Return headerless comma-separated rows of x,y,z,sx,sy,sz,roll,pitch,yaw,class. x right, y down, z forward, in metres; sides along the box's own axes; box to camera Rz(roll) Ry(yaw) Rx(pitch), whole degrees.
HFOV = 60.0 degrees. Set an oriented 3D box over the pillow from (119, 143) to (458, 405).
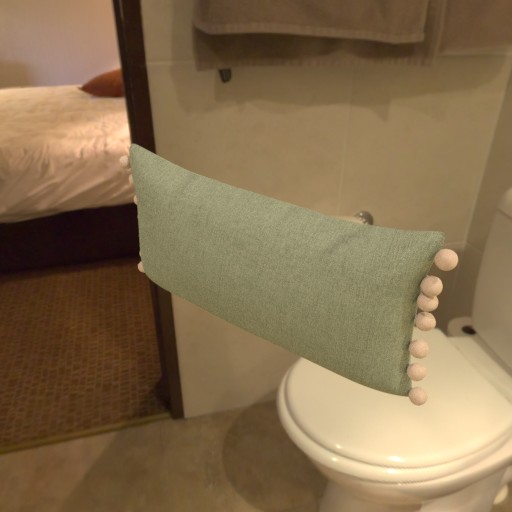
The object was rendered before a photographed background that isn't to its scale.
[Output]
0.000,0.000,0.838,0.709,0.322,0.201,21,35,32,pillow
